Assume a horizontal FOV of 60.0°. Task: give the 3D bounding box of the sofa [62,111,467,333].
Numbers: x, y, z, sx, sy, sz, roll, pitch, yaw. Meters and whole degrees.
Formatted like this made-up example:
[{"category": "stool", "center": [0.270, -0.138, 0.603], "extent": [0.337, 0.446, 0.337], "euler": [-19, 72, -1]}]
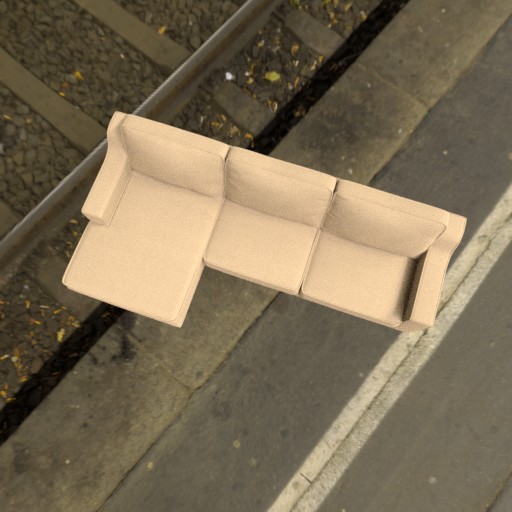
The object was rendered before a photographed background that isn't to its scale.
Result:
[{"category": "sofa", "center": [0.000, 0.000, 3.188], "extent": [2.561, 0.928, 1.294], "euler": [18, 76, 5]}]
